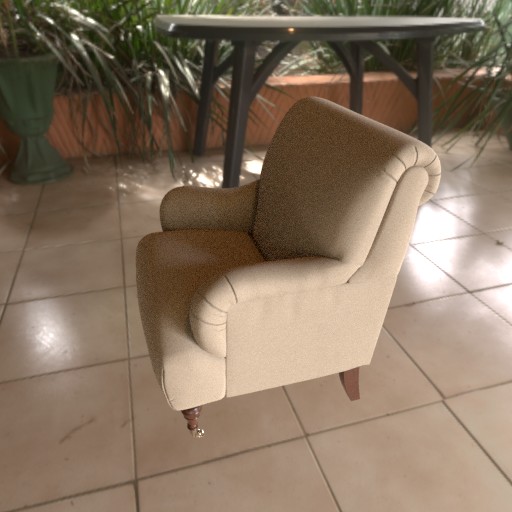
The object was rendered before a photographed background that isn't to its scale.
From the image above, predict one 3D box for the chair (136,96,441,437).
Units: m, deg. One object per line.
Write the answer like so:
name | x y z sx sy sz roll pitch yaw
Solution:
chair | 0.000 0.000 1.563 0.842 0.942 0.766 -9 31 -15
